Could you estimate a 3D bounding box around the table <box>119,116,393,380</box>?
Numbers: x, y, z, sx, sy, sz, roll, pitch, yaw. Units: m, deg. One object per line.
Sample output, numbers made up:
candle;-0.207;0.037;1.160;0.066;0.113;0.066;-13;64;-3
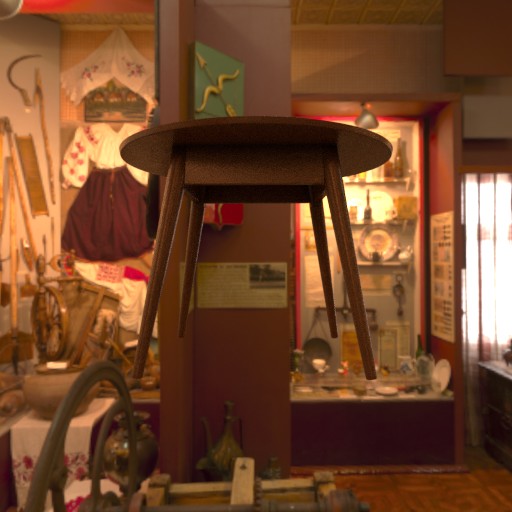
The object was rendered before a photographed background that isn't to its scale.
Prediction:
table;0.000;0.000;1.778;1.053;0.786;1.053;0;0;0
